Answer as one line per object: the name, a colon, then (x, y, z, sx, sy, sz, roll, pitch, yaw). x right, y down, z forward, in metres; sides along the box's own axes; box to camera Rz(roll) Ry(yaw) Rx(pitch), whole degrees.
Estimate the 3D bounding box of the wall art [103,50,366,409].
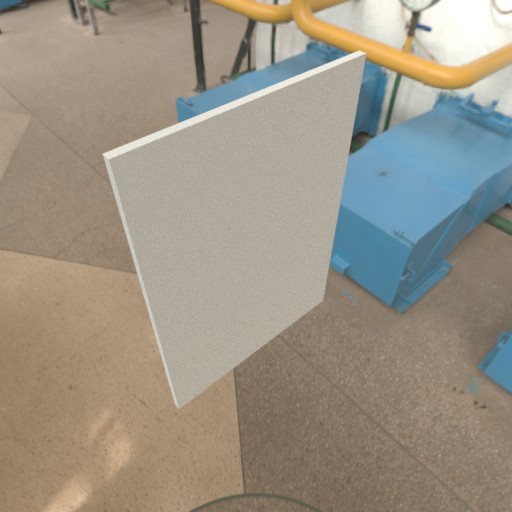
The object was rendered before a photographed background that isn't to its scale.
wall art: (0.000, 0.000, 0.702, 0.381, 0.533, 0.013, -32, 54, -27)
